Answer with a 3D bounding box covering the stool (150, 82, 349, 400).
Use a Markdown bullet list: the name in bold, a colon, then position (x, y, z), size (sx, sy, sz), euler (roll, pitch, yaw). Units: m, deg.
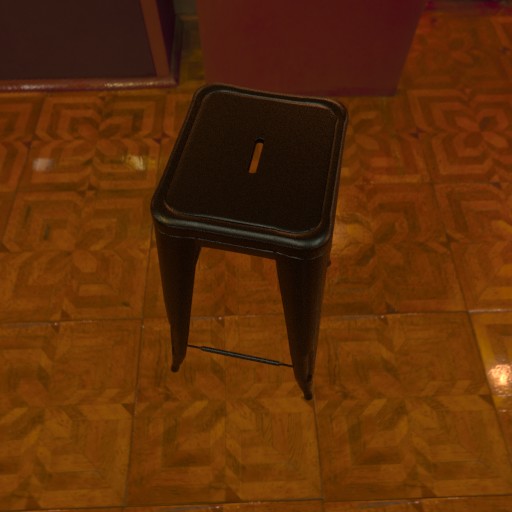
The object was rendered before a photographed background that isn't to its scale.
- **stool**: position (0.000, 0.000, 0.919), size (0.423, 0.609, 0.455), euler (0, 60, 0)
